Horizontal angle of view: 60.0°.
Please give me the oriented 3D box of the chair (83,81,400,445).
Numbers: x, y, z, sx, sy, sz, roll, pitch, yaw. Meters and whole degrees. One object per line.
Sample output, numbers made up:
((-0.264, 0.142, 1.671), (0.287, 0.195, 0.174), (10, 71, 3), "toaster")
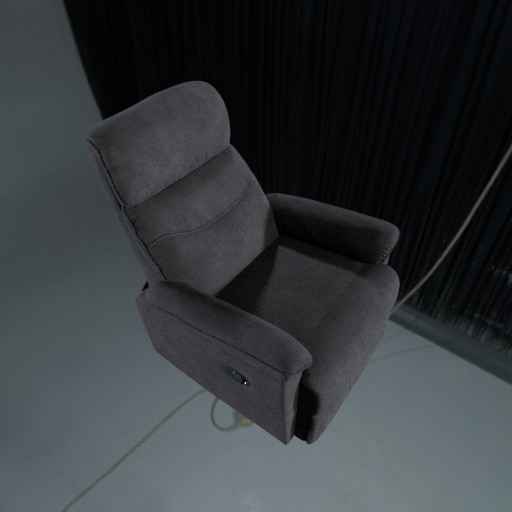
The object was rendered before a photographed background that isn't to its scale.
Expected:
((0.000, 0.000, 1.696), (1.009, 1.035, 0.830), (25, 48, 25), "chair")
